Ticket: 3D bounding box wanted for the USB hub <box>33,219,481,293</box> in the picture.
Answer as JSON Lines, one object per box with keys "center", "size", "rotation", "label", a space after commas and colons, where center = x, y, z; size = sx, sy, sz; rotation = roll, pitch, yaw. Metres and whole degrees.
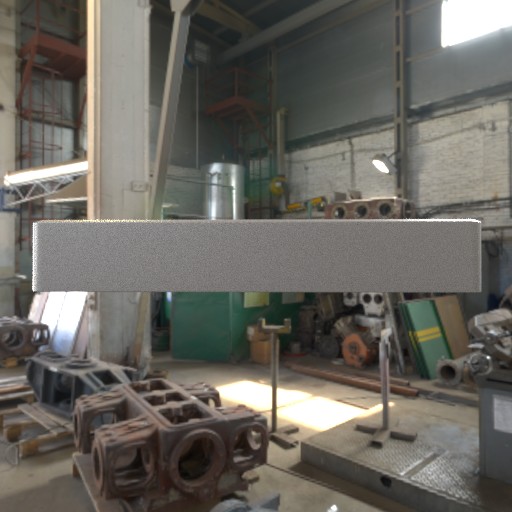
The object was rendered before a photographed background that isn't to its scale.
{"center": [0.000, 0.000, 0.162], "size": [0.145, 0.023, 0.044], "rotation": [0, 0, 1], "label": "USB hub"}
